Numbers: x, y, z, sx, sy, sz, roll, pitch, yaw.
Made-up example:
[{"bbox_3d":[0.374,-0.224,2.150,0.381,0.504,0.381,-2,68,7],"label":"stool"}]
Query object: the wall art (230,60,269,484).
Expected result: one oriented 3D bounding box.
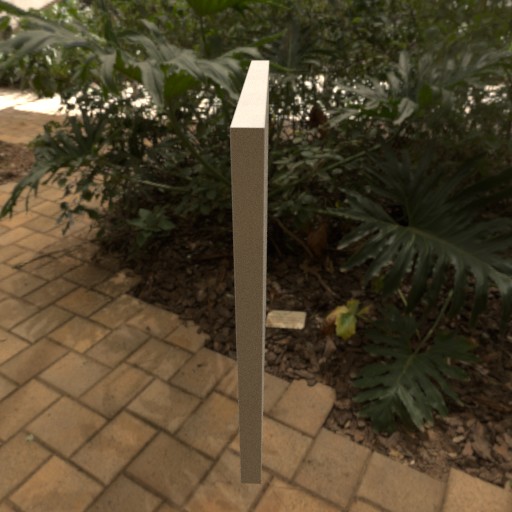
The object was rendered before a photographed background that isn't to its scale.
[{"bbox_3d":[0.000,0.000,0.822,0.037,0.606,0.508,1,31,2],"label":"wall art"}]
